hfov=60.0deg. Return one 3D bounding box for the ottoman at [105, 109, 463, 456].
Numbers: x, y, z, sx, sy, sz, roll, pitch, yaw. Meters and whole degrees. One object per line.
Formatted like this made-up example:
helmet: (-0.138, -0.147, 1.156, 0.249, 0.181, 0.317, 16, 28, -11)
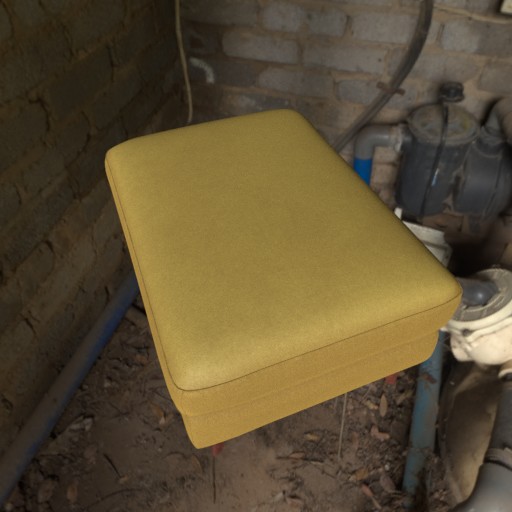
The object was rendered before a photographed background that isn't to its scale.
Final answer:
ottoman: (0.000, 0.000, 1.153, 0.608, 0.449, 0.811, -16, 49, -15)
